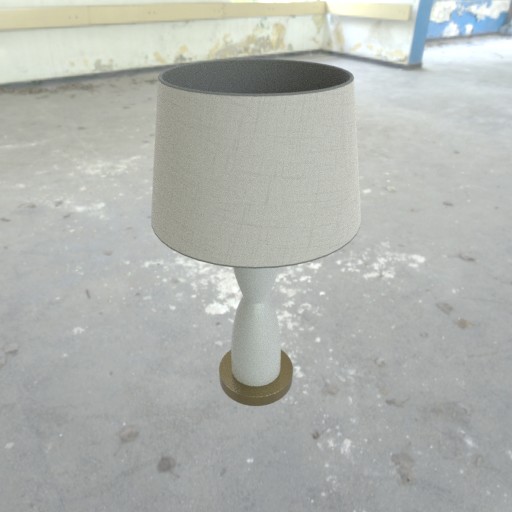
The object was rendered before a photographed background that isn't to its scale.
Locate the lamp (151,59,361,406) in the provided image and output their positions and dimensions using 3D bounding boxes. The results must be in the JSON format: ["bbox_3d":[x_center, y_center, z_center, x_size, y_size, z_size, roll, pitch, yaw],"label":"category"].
[{"bbox_3d":[0.000,0.000,0.706,0.309,0.545,0.309,0,32,0],"label":"lamp"}]
